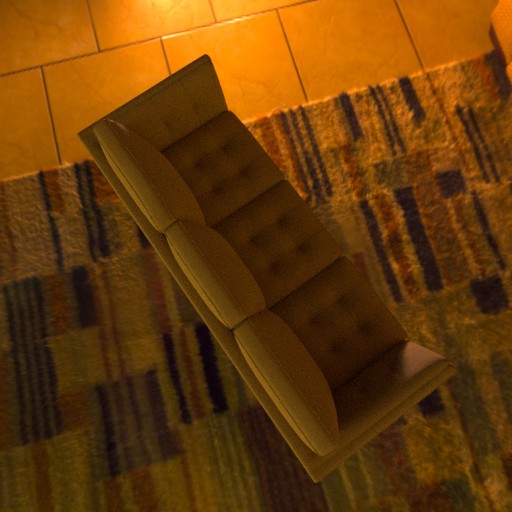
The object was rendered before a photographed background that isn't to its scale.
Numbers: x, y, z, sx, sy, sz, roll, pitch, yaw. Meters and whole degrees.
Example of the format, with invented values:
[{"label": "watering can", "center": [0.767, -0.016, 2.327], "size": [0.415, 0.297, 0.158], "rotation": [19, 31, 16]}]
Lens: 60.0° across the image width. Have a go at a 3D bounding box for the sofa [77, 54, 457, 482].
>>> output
[{"label": "sofa", "center": [0.000, 0.000, 2.802], "size": [0.965, 0.940, 2.388], "rotation": [-35, 80, -7]}]
